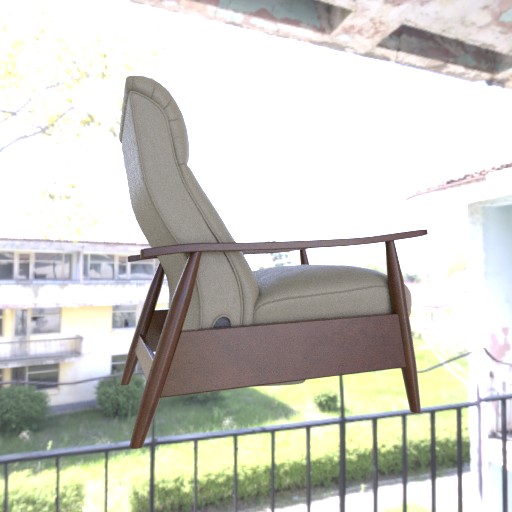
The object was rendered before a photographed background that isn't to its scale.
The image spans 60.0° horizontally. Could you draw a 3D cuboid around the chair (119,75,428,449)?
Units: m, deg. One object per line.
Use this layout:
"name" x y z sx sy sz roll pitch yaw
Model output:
"chair" 0.000 0.000 1.727 1.014 1.082 0.762 1 -2 -19
